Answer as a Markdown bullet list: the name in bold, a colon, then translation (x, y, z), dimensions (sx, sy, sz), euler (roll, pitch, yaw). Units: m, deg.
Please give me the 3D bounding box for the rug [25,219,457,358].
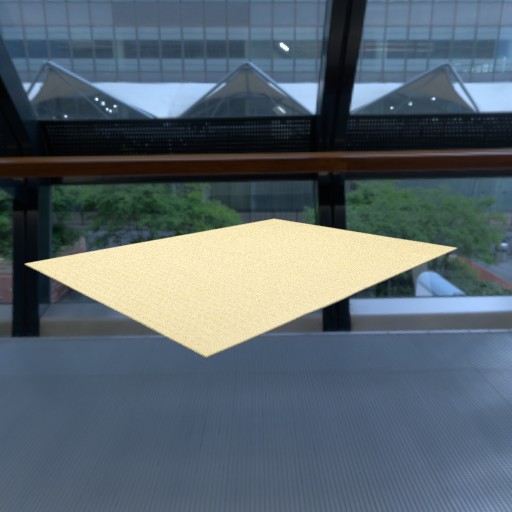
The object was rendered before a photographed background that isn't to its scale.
- **rug**: translation (0.000, 0.000, 4.099), dimensions (2.452, 0.016, 3.204), euler (14, 20, 43)
